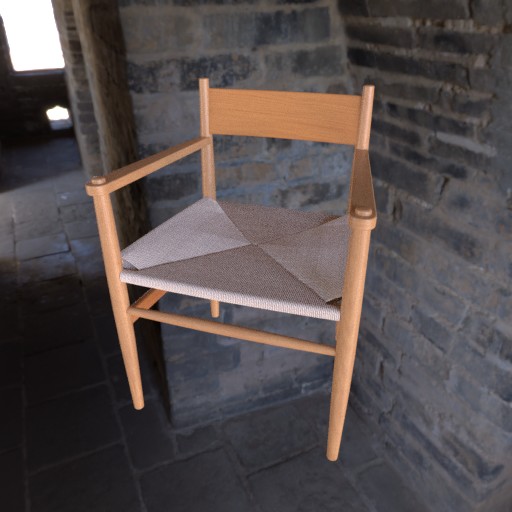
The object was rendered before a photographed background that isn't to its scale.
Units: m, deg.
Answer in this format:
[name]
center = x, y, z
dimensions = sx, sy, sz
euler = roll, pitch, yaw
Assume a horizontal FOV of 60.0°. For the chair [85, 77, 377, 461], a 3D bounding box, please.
[chair]
center = 0.000, 0.000, 1.106
dimensions = 0.556, 0.762, 0.495
euler = 9, 30, 15
